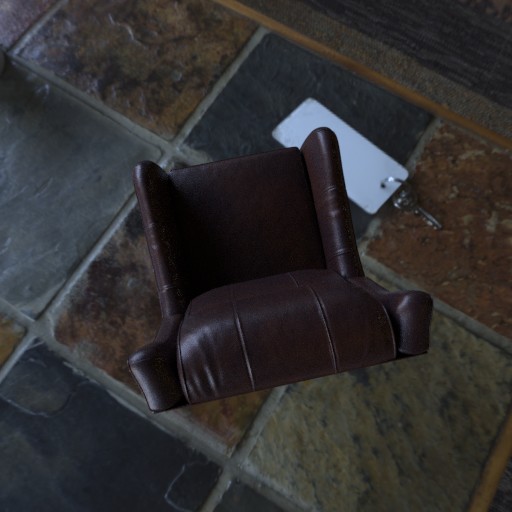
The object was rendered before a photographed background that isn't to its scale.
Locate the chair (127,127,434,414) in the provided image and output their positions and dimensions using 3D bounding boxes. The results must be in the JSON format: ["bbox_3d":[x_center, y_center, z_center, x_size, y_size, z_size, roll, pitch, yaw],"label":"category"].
[{"bbox_3d":[0.000,0.000,1.821,0.869,1.084,1.008,-12,75,-3],"label":"chair"}]
